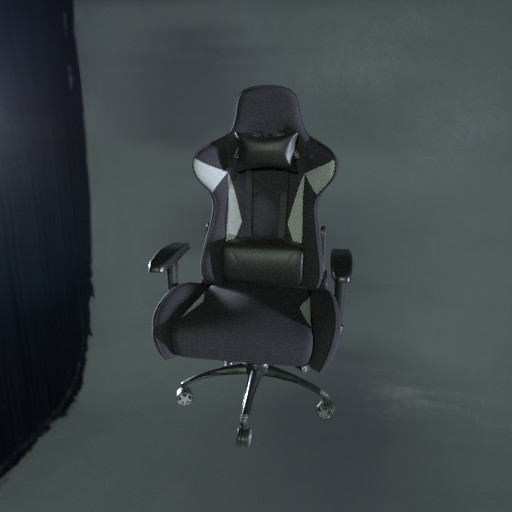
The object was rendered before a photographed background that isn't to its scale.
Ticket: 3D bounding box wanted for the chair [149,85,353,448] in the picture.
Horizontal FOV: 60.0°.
[{"bbox_3d":[0.000,0.000,1.727,0.730,1.300,0.695,3,16,9],"label":"chair"}]
